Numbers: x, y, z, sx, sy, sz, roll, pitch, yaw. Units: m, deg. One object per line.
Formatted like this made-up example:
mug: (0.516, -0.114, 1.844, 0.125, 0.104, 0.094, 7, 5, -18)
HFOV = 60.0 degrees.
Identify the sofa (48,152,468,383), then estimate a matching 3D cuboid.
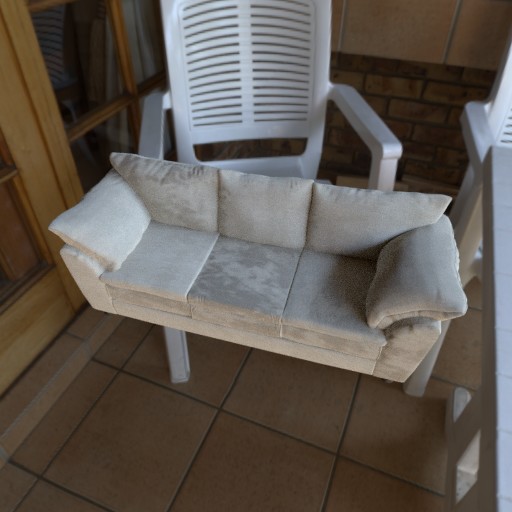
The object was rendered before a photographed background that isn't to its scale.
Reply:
sofa: (0.000, 0.000, 2.865, 2.377, 0.981, 0.893, 11, 42, 12)
